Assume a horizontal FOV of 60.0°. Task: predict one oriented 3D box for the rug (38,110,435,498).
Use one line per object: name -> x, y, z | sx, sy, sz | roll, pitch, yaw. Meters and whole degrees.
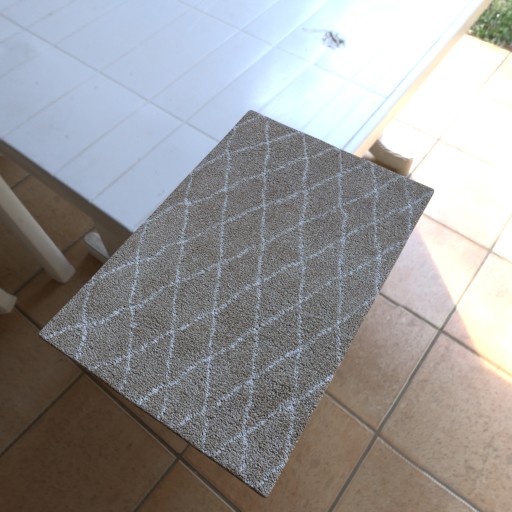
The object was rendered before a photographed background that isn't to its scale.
rug -> 0.000, 0.000, 2.229 | 1.219, 0.030, 1.778 | 28, 63, 16
